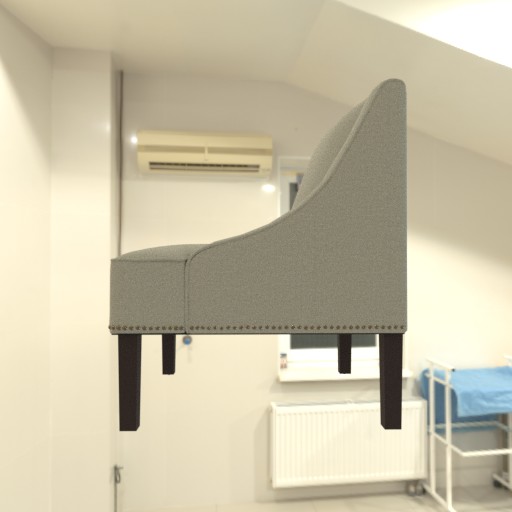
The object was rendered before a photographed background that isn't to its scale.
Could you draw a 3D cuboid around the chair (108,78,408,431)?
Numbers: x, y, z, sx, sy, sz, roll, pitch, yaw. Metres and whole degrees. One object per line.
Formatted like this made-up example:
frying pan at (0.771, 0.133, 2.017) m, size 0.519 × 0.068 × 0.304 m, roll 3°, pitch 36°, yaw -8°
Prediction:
chair at (0.000, 0.000, 1.365) m, size 0.737 × 0.864 × 0.610 m, roll 0°, pitch -1°, yaw -1°
